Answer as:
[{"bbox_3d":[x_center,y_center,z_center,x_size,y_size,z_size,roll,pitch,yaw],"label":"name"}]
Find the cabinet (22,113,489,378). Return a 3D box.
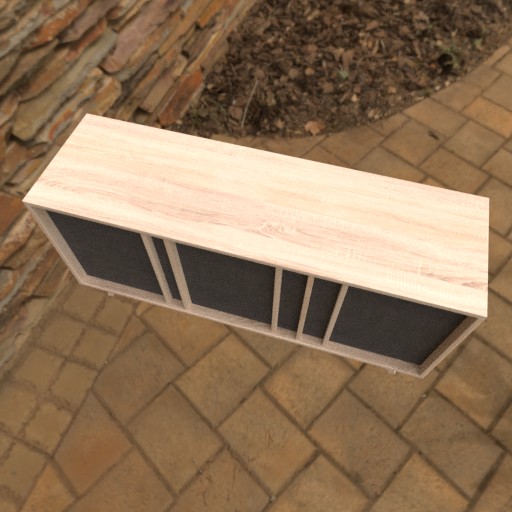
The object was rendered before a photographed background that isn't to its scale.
[{"bbox_3d":[0.000,0.000,1.964,1.650,0.780,0.500,14,59,9],"label":"cabinet"}]
